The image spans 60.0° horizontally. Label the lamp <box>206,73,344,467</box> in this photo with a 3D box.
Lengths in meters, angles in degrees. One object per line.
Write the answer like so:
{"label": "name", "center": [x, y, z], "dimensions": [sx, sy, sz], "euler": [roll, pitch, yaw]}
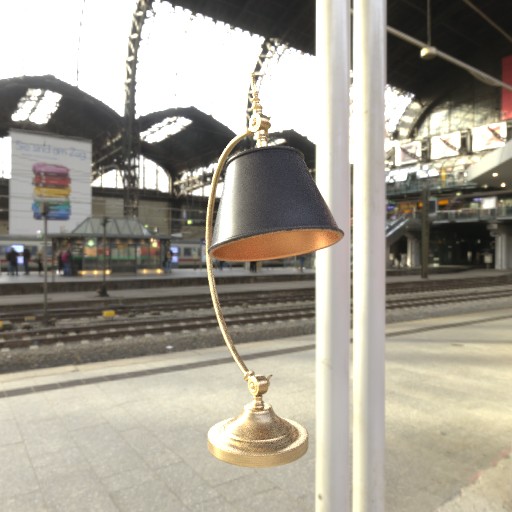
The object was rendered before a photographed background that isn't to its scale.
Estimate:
{"label": "lamp", "center": [0.000, 0.000, 0.809], "dimensions": [0.235, 0.675, 0.344], "euler": [0, 0, -36]}
